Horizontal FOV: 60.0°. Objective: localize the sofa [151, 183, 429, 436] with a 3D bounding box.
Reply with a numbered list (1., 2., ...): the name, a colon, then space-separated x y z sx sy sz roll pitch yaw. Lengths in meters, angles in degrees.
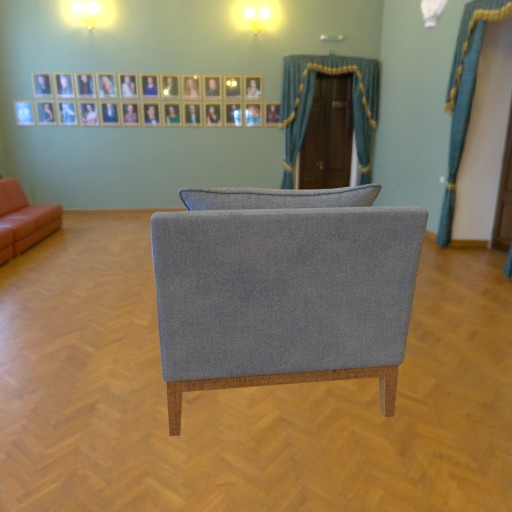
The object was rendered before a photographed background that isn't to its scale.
1. sofa: 0.000 0.000 2.306 0.904 0.883 1.779 -2 15 -8
